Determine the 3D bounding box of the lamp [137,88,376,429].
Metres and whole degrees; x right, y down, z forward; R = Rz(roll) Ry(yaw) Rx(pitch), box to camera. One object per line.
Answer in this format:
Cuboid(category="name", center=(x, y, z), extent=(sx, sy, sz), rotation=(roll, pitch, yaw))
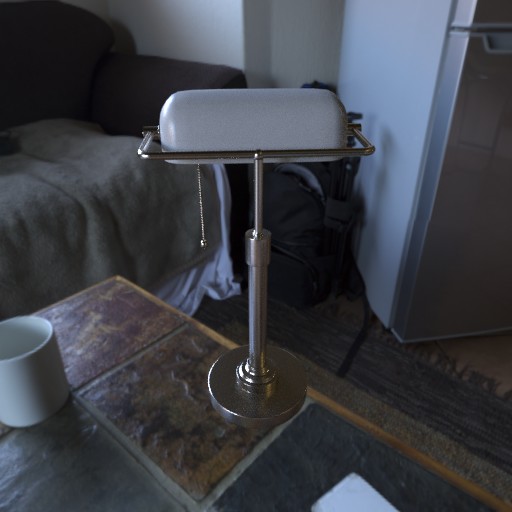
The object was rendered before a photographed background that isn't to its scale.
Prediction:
Cuboid(category="lamp", center=(0.000, 0.000, 0.586), extent=(0.269, 0.404, 0.227), rotation=(-2, 31, -3))
